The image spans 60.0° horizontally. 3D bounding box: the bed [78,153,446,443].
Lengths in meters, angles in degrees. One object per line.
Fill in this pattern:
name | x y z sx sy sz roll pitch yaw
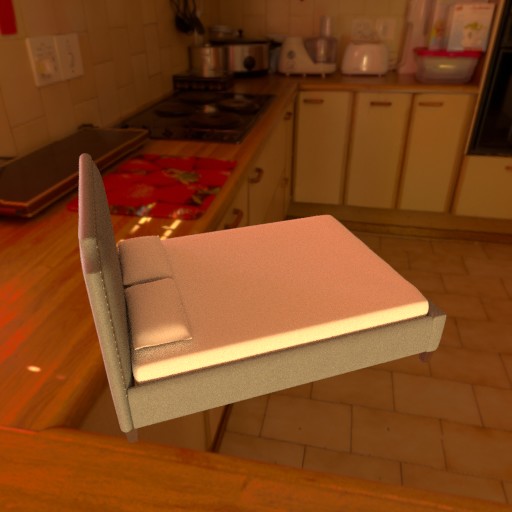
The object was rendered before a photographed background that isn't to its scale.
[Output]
bed | 0.000 0.000 3.437 2.372 1.443 1.712 -10 32 -16
